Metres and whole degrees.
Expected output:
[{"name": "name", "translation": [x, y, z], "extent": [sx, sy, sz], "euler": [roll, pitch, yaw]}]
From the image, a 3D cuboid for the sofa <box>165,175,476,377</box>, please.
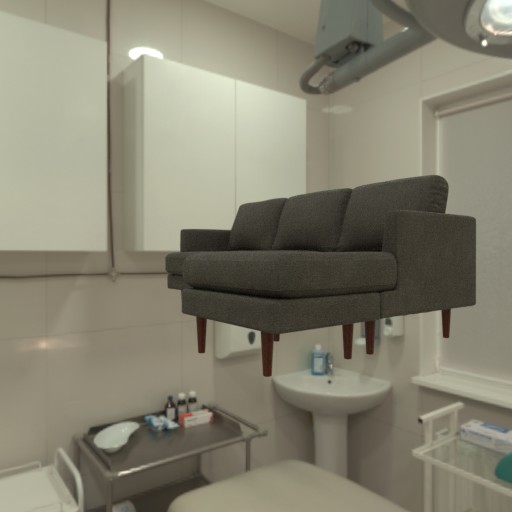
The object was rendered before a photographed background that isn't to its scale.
[{"name": "sofa", "translation": [0.000, 0.000, 2.975], "extent": [1.504, 0.956, 2.233], "euler": [0, 0, -37]}]
